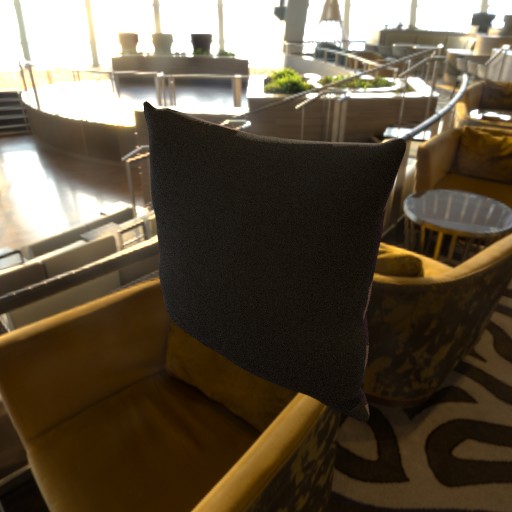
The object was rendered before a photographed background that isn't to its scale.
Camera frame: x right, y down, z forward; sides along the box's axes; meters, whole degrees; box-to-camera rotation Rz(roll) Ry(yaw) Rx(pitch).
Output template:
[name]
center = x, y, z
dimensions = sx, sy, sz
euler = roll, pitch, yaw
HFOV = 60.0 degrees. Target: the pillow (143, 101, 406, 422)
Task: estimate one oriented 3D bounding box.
[pillow]
center = 0.000, 0.000, 0.793
dimensions = 0.503, 0.496, 0.208
euler = 21, 35, 32
